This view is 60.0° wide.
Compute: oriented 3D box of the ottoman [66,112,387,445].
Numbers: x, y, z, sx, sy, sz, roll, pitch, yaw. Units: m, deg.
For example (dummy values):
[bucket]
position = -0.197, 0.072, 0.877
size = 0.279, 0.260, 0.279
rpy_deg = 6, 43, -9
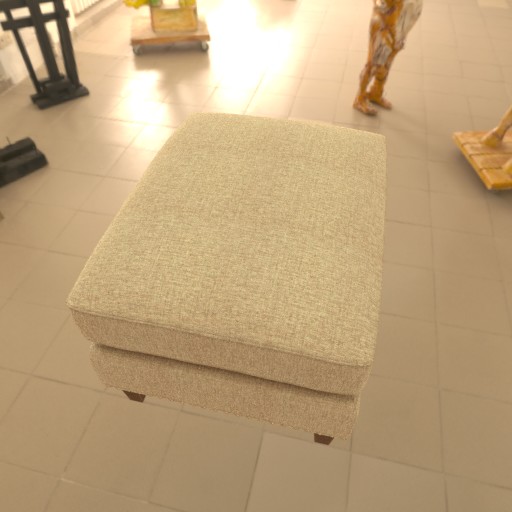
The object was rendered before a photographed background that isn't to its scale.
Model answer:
[ottoman]
position = 0.000, 0.000, 1.143
size = 0.584, 0.513, 0.741
rpy_deg = 9, 47, 9
